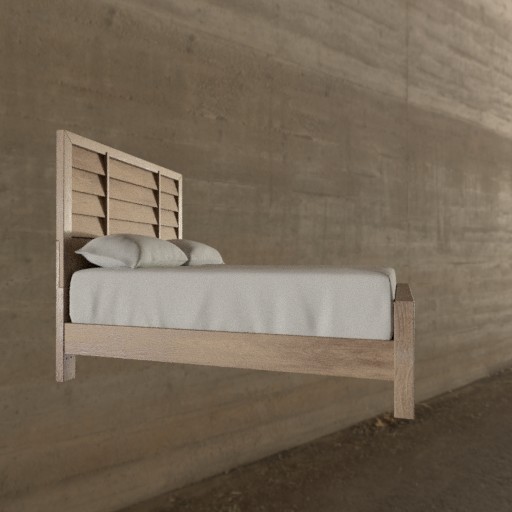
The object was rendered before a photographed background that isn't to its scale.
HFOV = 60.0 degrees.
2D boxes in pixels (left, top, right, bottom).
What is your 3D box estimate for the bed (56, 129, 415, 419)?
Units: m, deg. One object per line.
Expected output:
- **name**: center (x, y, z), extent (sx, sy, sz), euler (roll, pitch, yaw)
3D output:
- **bed**: center (0.000, 0.000, 3.299), extent (2.197, 1.626, 1.626), euler (0, 0, 18)
